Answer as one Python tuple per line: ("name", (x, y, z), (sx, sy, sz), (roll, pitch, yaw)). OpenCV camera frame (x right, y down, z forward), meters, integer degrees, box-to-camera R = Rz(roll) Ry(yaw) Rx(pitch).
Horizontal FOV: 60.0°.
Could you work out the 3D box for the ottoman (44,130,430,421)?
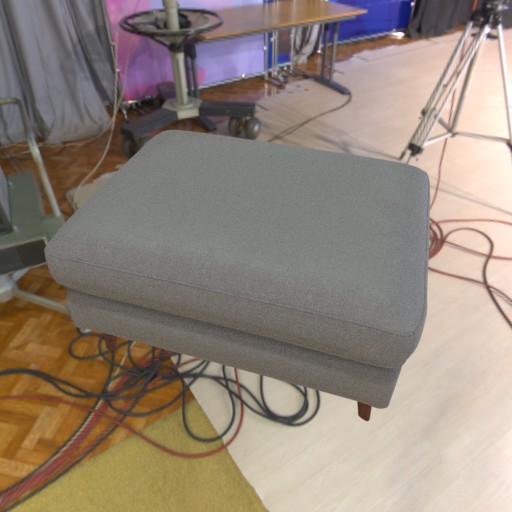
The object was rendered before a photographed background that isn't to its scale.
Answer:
("ottoman", (0.000, 0.000, 1.163), (0.811, 0.449, 0.608), (12, 43, 13))
